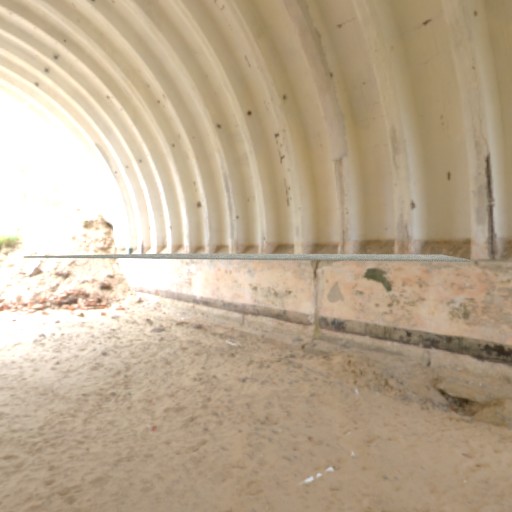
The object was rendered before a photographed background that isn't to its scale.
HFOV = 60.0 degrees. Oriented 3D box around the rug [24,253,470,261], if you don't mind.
[{"bbox_3d":[0.000,0.000,2.982,2.430,0.010,1.515,0,1,19],"label":"rug"}]
